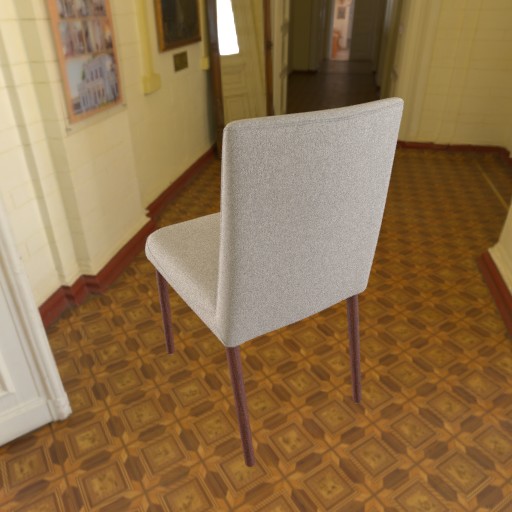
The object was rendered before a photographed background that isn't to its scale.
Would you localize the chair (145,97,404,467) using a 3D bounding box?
[{"bbox_3d":[0.000,0.000,1.196,0.456,0.859,0.570,-18,34,-28],"label":"chair"}]
